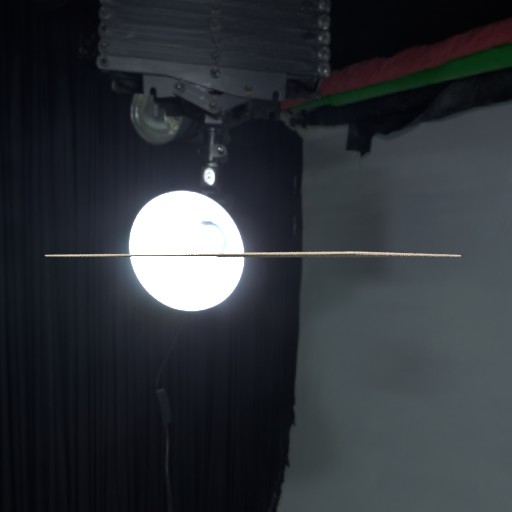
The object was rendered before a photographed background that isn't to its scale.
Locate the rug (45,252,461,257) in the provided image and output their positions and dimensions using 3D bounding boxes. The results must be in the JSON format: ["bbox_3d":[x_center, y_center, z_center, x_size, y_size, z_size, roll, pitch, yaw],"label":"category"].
[{"bbox_3d":[0.000,0.000,3.921,2.895,0.018,2.288,0,-1,36],"label":"rug"}]
